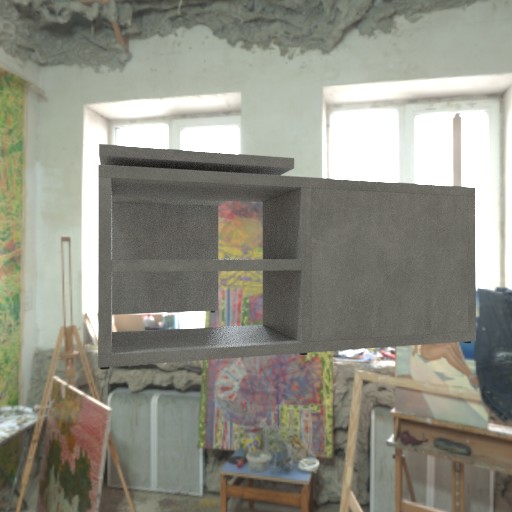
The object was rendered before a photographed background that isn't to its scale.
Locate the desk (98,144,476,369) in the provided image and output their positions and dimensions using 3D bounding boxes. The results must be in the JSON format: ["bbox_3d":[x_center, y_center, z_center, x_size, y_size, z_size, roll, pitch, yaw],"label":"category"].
[{"bbox_3d":[0.000,0.000,2.307,1.500,0.740,1.400,0,0,-18],"label":"desk"}]
